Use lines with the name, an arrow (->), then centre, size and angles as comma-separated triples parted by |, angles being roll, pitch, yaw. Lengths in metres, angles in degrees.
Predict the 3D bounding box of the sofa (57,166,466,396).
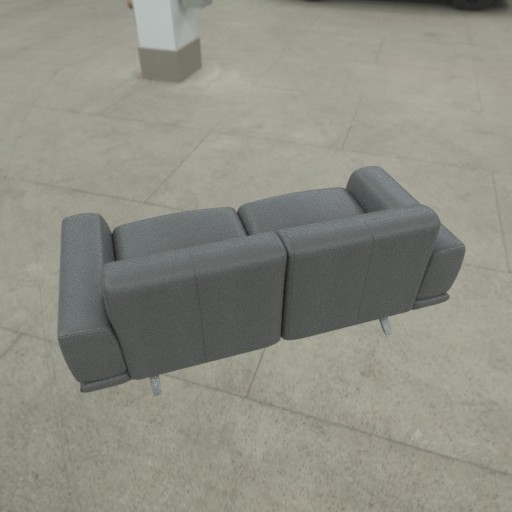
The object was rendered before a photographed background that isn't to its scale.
sofa -> 0.000, 0.000, 2.342 | 1.901, 0.772, 0.900 | -11, 42, -13
